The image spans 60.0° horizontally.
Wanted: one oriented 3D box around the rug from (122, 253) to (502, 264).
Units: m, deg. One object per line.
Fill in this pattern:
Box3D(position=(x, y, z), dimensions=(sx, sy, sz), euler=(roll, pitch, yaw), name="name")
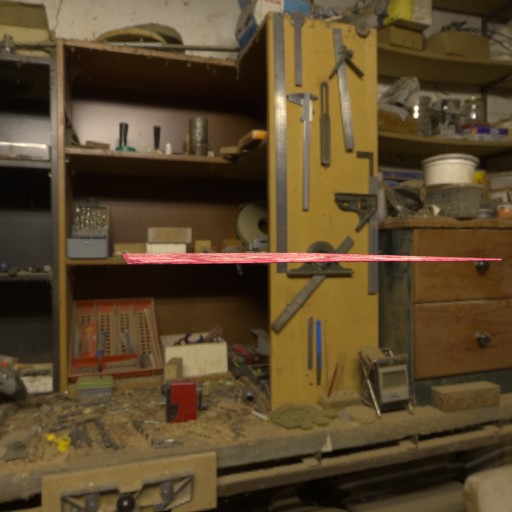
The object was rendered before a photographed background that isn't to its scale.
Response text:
Box3D(position=(0.000, 0.000, 2.750), dimensions=(1.579, 0.007, 2.184), euler=(0, 1, -17), name="rug")
